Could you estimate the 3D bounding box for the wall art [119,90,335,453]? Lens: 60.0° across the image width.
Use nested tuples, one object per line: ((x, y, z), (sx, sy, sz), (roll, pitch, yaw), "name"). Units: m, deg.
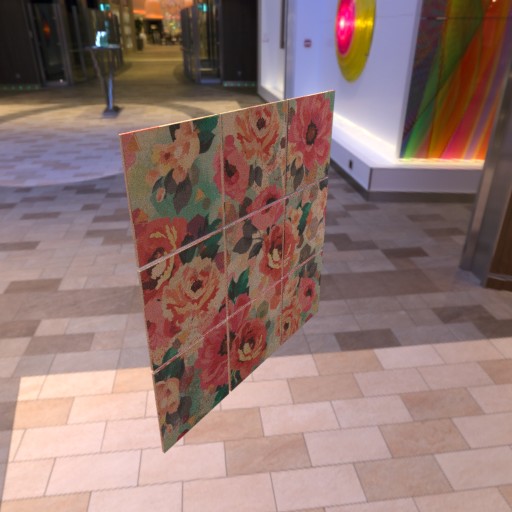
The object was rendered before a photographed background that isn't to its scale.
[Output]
((0.000, 0.000, 1.885), (0.013, 1.220, 1.216), (18, 32, 32), "wall art")
